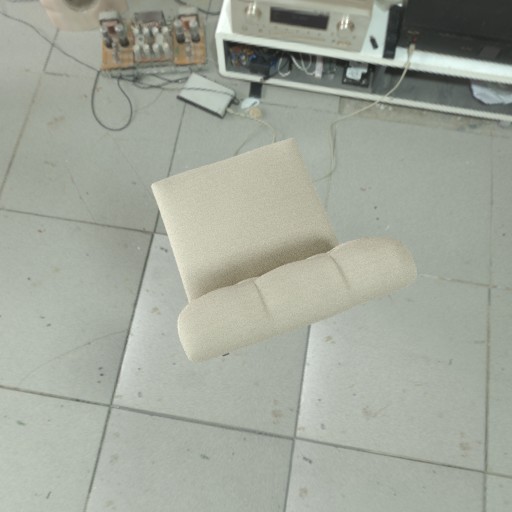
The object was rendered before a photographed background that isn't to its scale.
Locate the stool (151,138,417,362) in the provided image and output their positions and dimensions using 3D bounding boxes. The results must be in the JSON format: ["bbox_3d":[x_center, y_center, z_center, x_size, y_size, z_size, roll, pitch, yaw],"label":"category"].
[{"bbox_3d":[0.000,0.000,1.417,0.482,1.118,0.610,-19,75,-5],"label":"stool"}]
